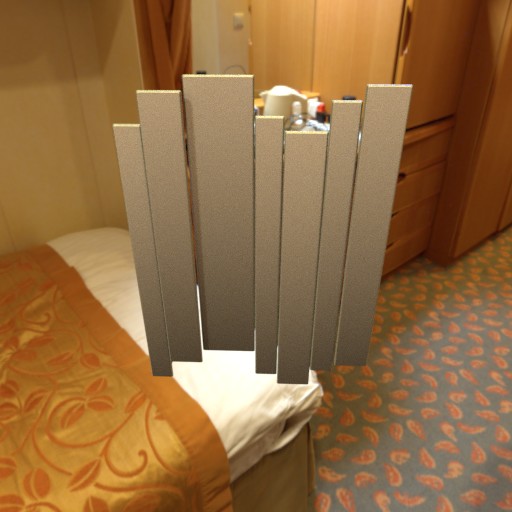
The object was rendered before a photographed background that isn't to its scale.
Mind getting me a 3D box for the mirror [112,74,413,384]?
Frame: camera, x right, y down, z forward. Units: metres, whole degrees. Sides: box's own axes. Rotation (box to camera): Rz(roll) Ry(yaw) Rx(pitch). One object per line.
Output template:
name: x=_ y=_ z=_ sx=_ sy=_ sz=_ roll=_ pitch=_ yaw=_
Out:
mirror: x=0.000 y=0.000 z=0.802 sx=0.445 sy=0.611 sz=0.058 roll=1 pitch=30 yaw=2
